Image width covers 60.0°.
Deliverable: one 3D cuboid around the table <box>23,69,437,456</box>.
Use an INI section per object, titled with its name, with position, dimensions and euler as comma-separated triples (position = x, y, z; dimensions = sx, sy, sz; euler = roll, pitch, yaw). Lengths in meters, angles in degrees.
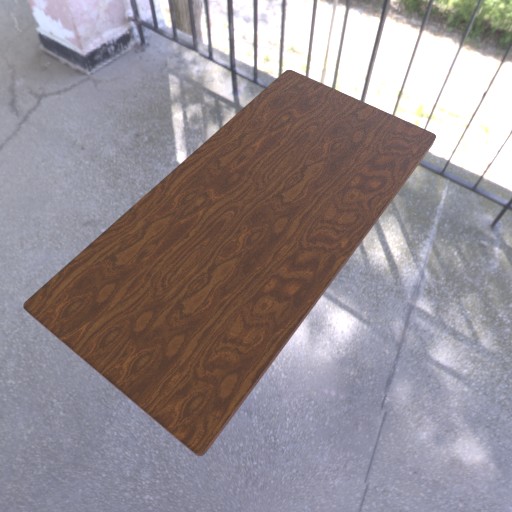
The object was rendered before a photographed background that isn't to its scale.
[table]
position = 0.000, 0.000, 2.230
dimensions = 0.883, 0.753, 1.791
euler = 32, 63, 18
